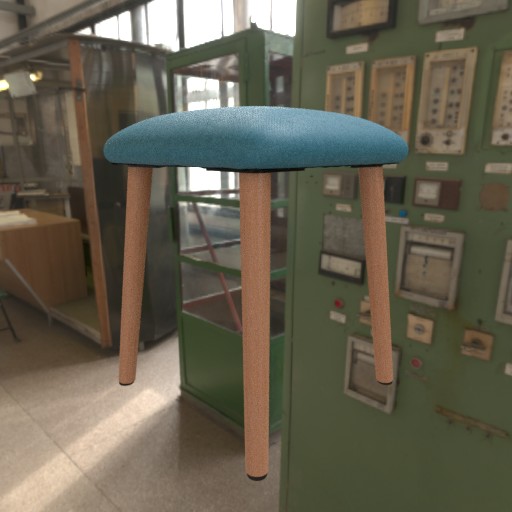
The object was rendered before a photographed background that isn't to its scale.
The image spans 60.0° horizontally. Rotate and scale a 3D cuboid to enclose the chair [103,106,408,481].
[{"bbox_3d":[0.000,0.000,0.718,0.360,0.450,0.360,13,19,43],"label":"chair"}]
